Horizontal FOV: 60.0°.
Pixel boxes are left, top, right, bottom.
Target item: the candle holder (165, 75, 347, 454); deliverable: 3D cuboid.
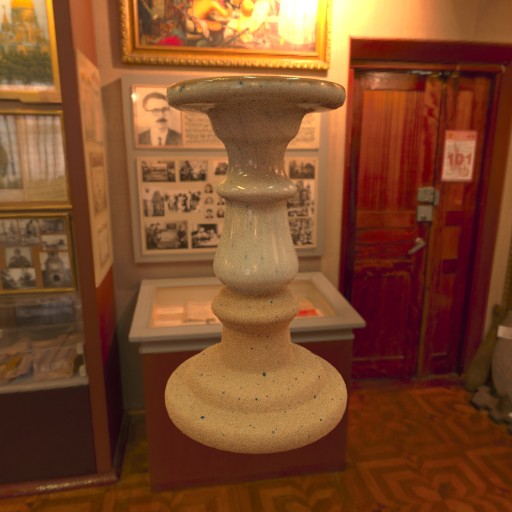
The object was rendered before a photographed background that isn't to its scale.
[{"bbox_3d":[0.000,0.000,0.283,0.123,0.202,0.123,0,13,0],"label":"candle holder"}]
